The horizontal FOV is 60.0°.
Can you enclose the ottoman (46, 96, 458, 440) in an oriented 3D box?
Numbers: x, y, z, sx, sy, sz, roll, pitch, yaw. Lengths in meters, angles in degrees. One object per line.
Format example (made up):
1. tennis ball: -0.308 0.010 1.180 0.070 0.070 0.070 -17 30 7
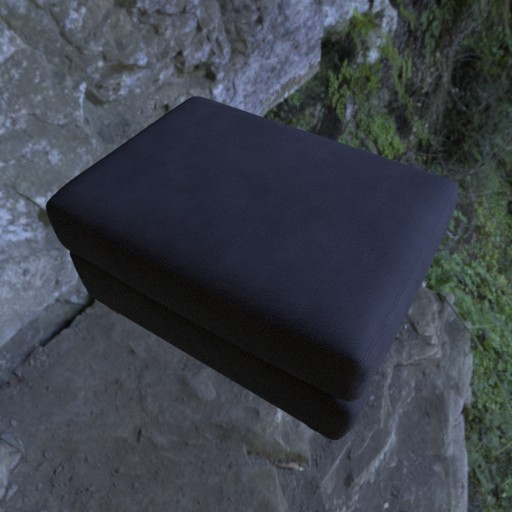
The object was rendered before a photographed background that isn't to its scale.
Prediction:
1. ottoman: 0.000 0.000 1.120 0.773 0.497 0.574 25 53 21
